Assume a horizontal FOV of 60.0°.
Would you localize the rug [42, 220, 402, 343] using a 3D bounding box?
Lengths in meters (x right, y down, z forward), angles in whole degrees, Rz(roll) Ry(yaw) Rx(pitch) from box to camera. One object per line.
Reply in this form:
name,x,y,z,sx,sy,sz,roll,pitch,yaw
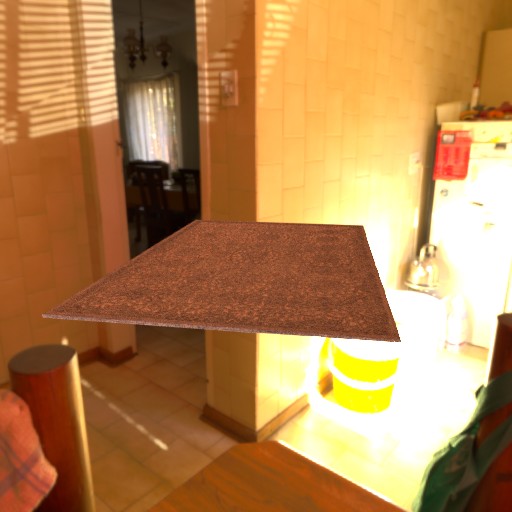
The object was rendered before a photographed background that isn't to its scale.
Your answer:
rug,0.000,0.000,2.314,1.208,0.012,1.819,3,15,9
